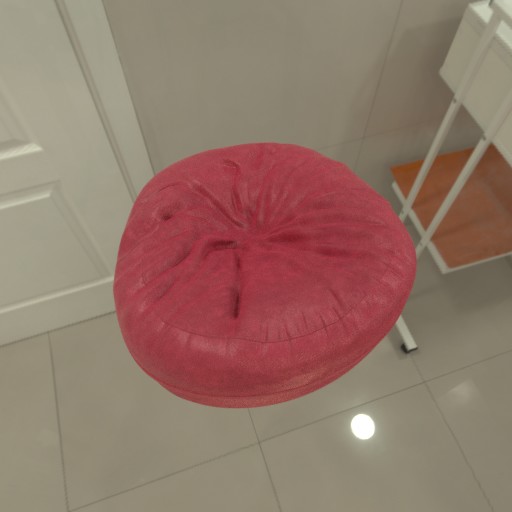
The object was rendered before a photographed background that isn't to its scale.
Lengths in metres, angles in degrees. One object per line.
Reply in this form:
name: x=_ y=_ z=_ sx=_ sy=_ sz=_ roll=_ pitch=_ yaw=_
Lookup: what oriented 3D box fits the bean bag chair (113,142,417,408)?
bean bag chair: x=0.000 y=0.000 z=2.419 sx=1.524 sy=0.878 sz=1.524 roll=-16 pitch=61 yaw=-10
